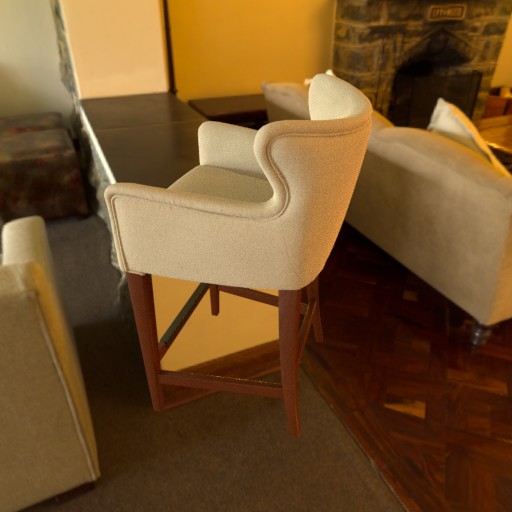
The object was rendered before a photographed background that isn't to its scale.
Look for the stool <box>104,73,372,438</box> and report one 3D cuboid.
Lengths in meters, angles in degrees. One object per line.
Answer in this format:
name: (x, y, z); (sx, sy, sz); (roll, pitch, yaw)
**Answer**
stool: (0.000, 0.000, 1.329); (0.570, 0.951, 0.601); (9, 33, 14)
